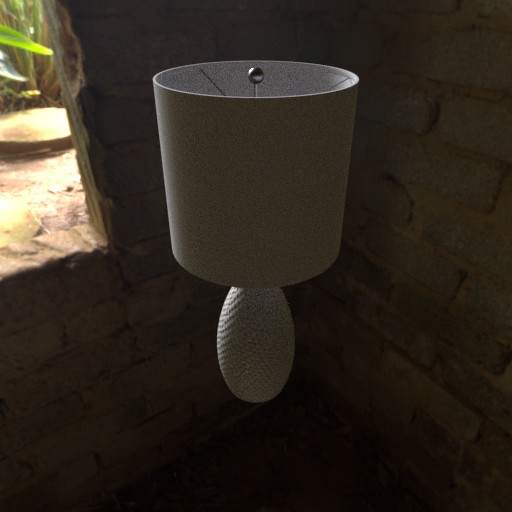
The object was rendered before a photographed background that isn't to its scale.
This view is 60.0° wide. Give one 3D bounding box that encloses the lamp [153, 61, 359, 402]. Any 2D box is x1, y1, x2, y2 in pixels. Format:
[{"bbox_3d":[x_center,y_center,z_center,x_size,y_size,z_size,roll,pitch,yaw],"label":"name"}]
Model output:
[{"bbox_3d":[0.000,0.000,0.588,0.214,0.466,0.214,10,33,17],"label":"lamp"}]
